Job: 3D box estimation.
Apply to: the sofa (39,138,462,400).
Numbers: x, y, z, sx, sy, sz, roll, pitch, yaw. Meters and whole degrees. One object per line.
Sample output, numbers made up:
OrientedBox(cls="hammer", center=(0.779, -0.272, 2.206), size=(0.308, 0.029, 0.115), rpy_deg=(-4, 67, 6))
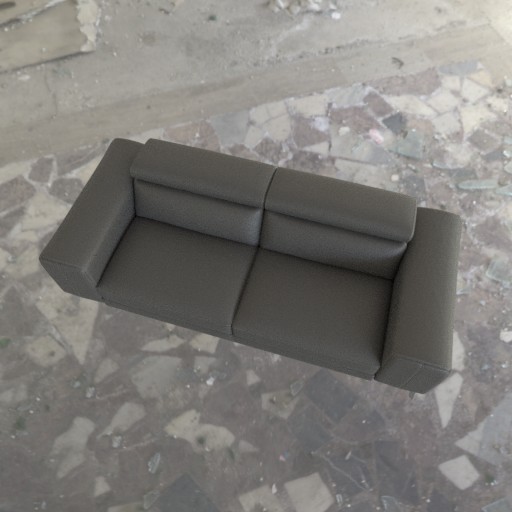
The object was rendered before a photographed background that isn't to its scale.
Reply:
OrientedBox(cls="sofa", center=(0.000, 0.000, 2.756), size=(2.321, 0.759, 1.023), rpy_deg=(14, 60, 8))
